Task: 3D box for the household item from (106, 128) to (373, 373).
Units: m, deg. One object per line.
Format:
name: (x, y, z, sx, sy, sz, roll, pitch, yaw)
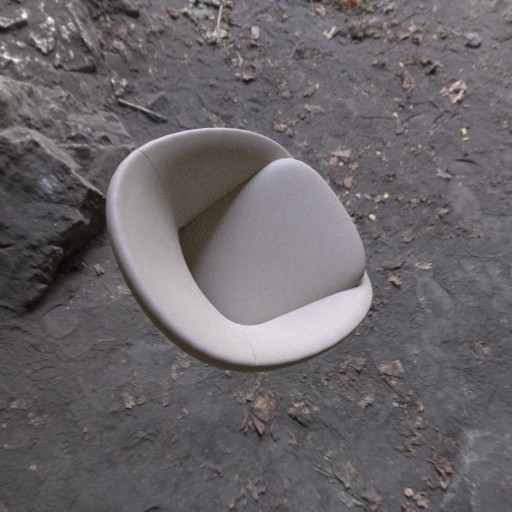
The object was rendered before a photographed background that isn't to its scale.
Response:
household item: (0.000, 0.000, 1.255, 0.573, 0.852, 0.623, -29, 79, -6)
